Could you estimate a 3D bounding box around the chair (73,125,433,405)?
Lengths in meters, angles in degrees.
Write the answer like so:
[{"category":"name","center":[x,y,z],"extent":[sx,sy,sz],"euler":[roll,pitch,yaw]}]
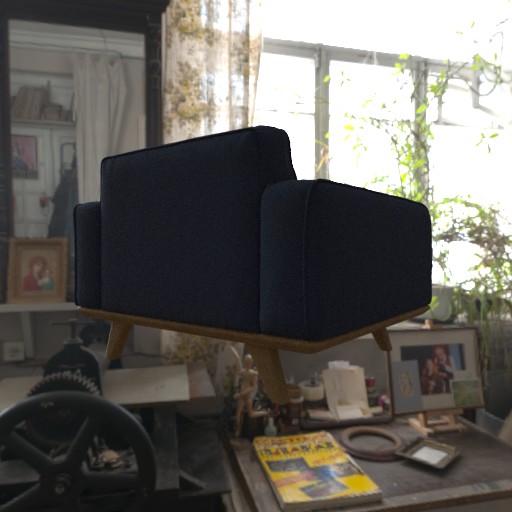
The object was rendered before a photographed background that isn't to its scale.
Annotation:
[{"category":"chair","center":[0.000,0.000,1.757],"extent":[1.118,0.783,0.953],"euler":[1,2,37]}]
